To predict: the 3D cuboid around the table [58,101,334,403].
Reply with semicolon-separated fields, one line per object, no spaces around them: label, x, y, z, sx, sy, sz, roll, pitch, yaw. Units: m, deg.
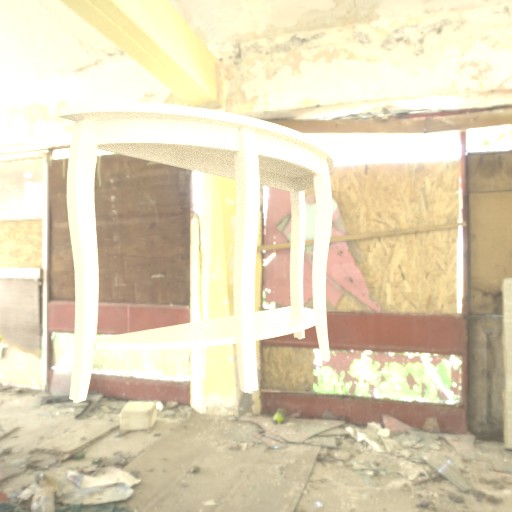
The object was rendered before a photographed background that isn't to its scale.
table;0.000;0.000;1.539;0.394;0.780;1.219;0;0;37
